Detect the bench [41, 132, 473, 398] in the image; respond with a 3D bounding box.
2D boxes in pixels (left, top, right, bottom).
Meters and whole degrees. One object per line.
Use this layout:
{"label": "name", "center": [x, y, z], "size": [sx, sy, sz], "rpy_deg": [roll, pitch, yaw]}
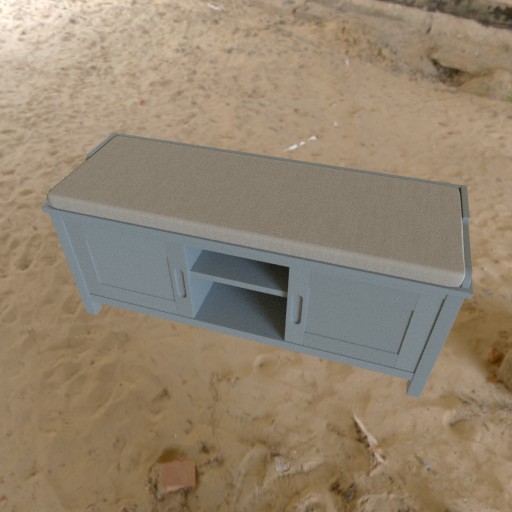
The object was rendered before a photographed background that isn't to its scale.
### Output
{"label": "bench", "center": [0.000, 0.000, 1.393], "size": [1.140, 0.501, 0.398], "rpy_deg": [12, 43, 13]}
